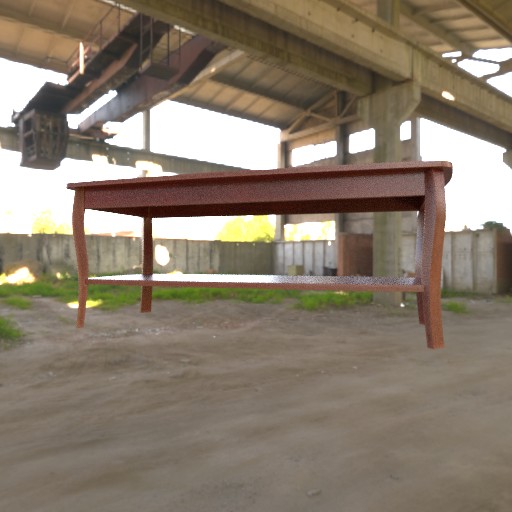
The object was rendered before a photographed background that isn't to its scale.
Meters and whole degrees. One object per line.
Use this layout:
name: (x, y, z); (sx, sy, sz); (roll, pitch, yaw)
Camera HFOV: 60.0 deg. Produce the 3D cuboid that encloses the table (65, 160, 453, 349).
table: (0.000, 0.000, 1.506); (1.216, 0.473, 0.561); (0, 0, 18)
